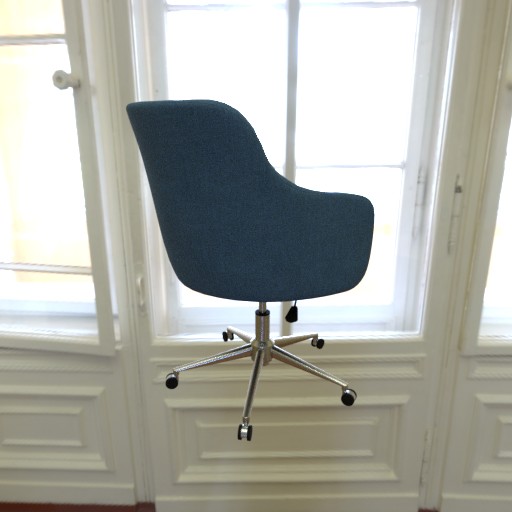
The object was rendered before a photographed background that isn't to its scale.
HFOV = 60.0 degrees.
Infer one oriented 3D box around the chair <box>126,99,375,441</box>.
[{"bbox_3d":[0.000,0.000,1.259,0.655,0.820,0.599,-16,23,-41],"label":"chair"}]
